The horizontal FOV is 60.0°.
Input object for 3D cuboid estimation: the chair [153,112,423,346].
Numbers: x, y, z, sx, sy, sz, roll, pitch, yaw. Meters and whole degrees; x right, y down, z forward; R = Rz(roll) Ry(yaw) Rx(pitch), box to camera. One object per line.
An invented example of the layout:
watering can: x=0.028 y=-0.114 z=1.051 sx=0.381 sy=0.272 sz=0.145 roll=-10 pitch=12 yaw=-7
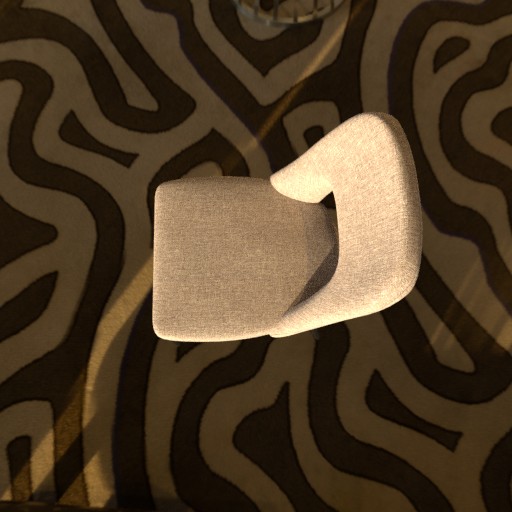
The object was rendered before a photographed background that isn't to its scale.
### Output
chair: x=0.000 y=0.000 z=1.260 sx=0.612 sy=0.931 sz=0.470 roll=-2 pitch=76 yaw=-1
